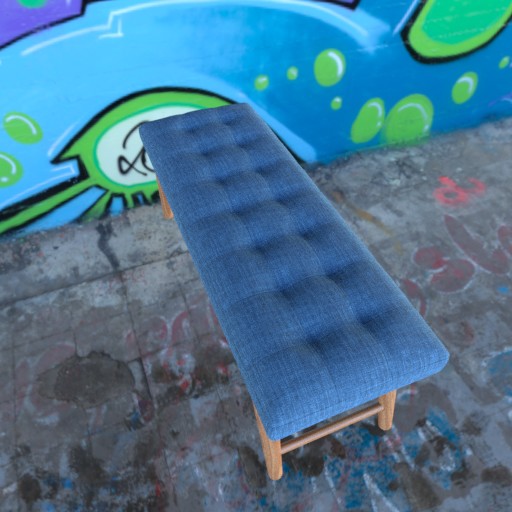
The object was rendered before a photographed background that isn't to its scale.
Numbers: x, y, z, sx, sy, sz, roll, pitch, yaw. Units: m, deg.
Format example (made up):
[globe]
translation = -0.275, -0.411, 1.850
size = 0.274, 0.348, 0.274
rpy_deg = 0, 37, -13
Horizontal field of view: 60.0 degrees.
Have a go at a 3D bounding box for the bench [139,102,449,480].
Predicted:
[bench]
translation = 0.000, 0.000, 1.322
size = 0.406, 0.432, 1.118
rpy_deg = -17, 49, -15
